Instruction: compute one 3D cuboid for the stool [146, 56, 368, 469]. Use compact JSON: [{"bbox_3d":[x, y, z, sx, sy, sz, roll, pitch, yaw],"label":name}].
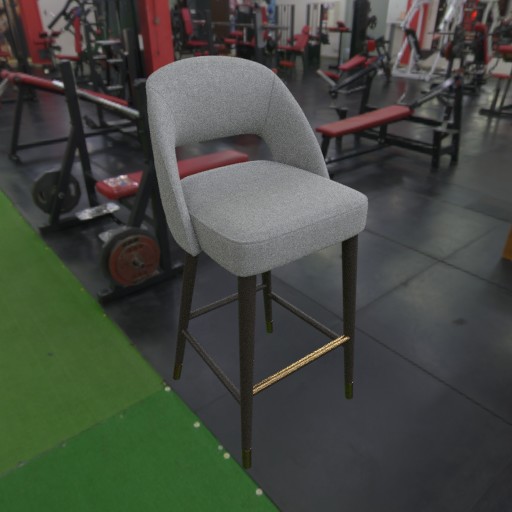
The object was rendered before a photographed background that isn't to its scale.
[{"bbox_3d":[0.000,0.000,1.304,0.494,1.037,0.509,-21,36,-31],"label":"stool"}]
